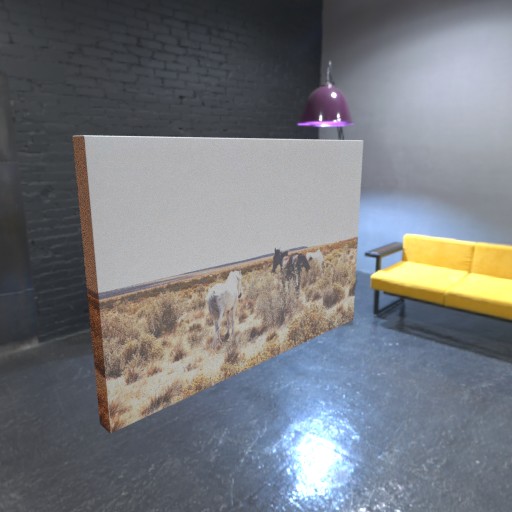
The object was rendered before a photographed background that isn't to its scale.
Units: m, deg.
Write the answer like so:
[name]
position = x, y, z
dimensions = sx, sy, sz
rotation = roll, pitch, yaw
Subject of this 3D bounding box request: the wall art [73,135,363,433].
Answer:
[wall art]
position = 0.000, 0.000, 1.194
dimensions = 0.914, 0.610, 0.050
rotation = -13, 19, -43
